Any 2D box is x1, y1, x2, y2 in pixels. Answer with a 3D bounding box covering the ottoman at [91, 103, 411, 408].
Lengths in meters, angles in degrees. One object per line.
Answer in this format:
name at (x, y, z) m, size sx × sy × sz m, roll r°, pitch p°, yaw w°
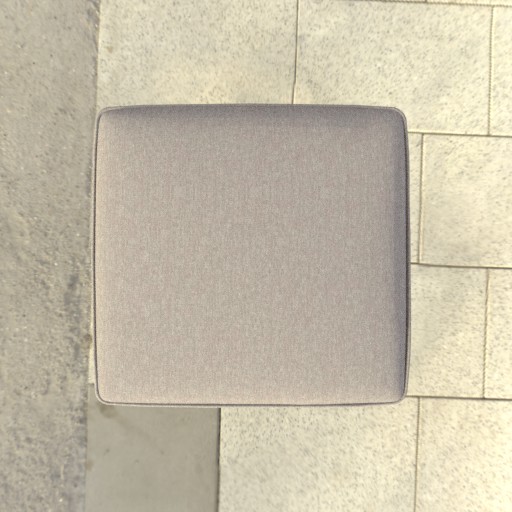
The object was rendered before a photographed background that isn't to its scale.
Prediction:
ottoman at (0.000, 0.000, 1.391) m, size 0.871 × 0.612 × 0.808 m, roll 0°, pitch 90°, yaw 0°
